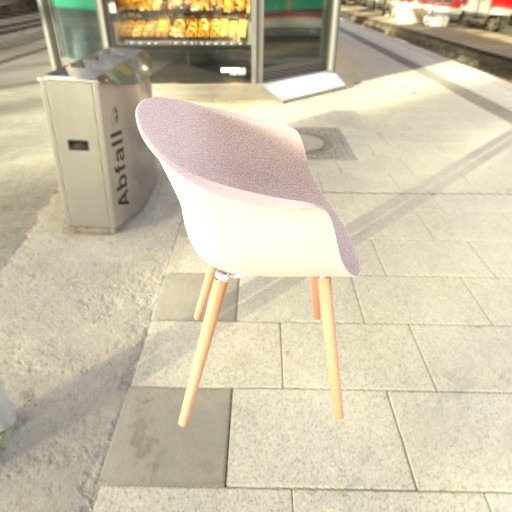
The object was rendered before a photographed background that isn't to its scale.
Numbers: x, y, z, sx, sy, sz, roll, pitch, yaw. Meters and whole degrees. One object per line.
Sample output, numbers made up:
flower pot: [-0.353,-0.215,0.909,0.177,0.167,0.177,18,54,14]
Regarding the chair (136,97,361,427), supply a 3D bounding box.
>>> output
chair: [0.000,0.000,1.165,0.504,0.781,0.593,-1,32,-1]
